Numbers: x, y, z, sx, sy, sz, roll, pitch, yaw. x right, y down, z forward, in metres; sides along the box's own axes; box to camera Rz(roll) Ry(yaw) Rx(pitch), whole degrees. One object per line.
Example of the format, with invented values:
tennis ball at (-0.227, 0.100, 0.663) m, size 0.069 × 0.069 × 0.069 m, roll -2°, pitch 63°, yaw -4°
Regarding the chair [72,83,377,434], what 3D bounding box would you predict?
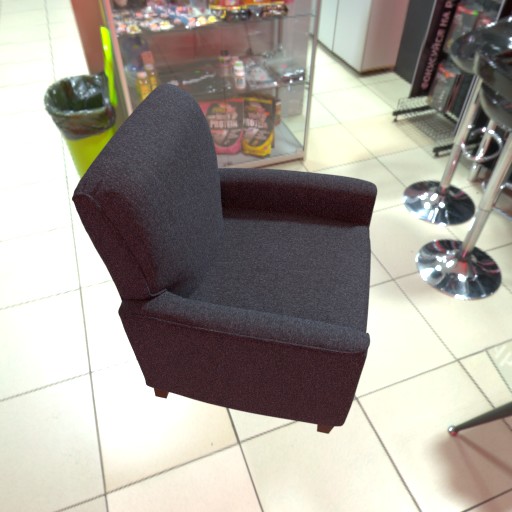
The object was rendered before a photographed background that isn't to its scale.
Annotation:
chair at (0.000, 0.000, 1.611) m, size 0.850 × 1.016 × 0.839 m, roll 9°, pitch 47°, yaw 9°
